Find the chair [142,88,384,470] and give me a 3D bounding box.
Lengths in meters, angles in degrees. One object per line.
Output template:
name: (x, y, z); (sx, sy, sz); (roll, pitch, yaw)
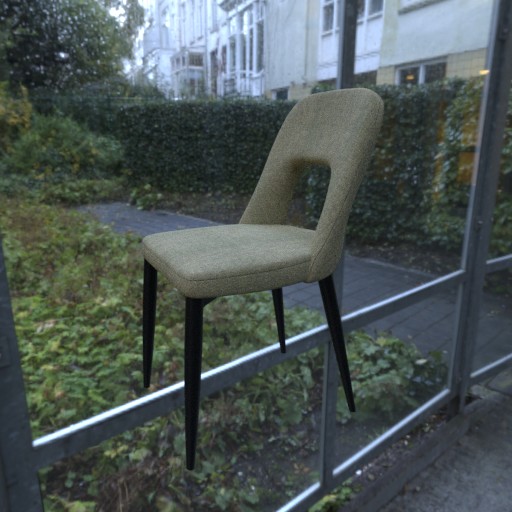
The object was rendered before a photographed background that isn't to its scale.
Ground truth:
chair: (0.000, 0.000, 1.289); (0.612, 0.931, 0.470); (-8, 18, -27)
